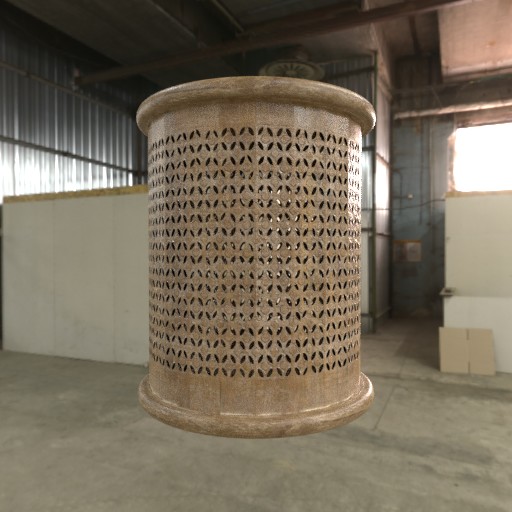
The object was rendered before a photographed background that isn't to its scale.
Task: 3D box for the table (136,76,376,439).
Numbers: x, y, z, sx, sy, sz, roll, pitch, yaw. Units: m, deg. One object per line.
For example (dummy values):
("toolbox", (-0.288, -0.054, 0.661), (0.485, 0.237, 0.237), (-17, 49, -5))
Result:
("table", (0.000, 0.000, 0.785), (0.407, 0.482, 0.407), (0, 1, 0))
